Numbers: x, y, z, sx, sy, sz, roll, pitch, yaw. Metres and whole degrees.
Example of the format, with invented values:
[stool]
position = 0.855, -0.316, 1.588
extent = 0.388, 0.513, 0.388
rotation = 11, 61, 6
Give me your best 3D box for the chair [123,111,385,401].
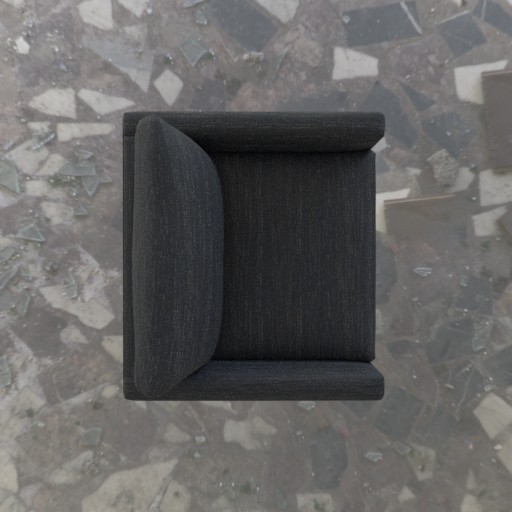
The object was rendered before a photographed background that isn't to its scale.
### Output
[chair]
position = 0.000, 0.000, 1.615
extent = 0.866, 0.861, 0.963
rotation = 0, 90, 0
